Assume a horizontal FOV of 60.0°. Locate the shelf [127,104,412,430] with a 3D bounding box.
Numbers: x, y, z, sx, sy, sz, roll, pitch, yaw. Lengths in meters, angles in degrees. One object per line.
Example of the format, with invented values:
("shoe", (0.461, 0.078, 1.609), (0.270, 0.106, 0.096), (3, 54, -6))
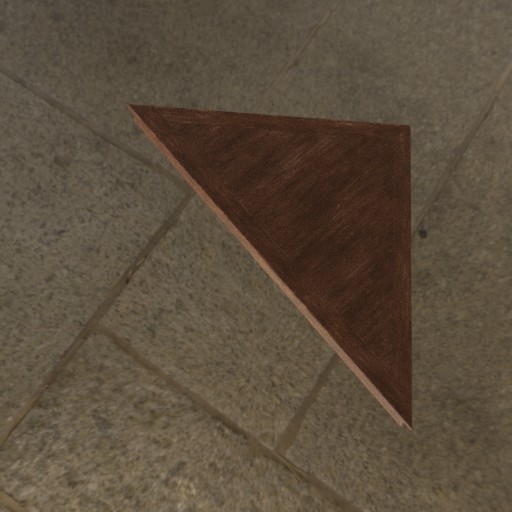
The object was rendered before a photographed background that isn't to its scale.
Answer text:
("shelf", (0.000, 0.000, 0.439), (0.296, 0.035, 0.296), (5, 76, 1))
